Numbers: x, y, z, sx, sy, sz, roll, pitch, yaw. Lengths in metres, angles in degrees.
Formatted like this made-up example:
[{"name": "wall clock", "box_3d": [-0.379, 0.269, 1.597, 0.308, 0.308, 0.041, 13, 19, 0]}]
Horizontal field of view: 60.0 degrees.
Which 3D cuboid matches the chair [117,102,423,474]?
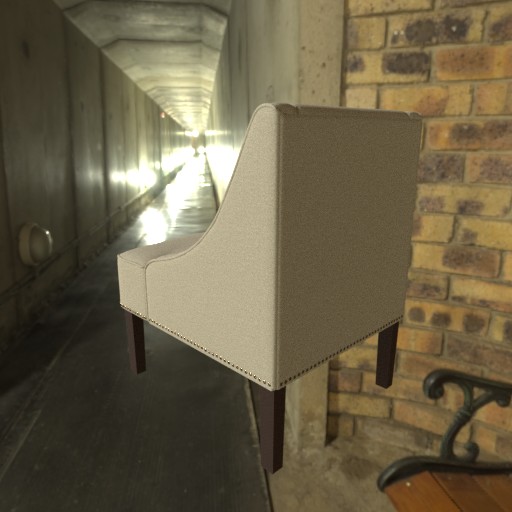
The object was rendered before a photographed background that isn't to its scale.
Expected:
[{"name": "chair", "box_3d": [0.000, 0.000, 1.397, 0.610, 0.864, 0.737, -15, 21, -42]}]
